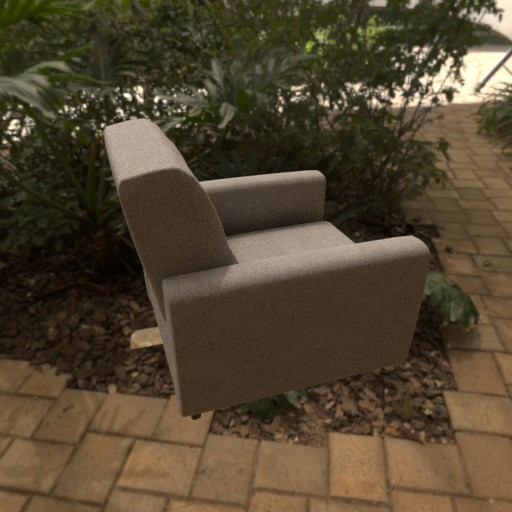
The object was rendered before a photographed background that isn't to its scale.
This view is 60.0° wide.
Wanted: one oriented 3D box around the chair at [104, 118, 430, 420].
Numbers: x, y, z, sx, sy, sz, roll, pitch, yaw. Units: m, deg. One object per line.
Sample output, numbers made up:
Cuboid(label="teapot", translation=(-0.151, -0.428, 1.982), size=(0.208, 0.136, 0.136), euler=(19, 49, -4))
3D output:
Cuboid(label="chair", translation=(0.000, 0.000, 1.683), size=(0.942, 0.968, 0.845), euler=(-10, 31, -17))
